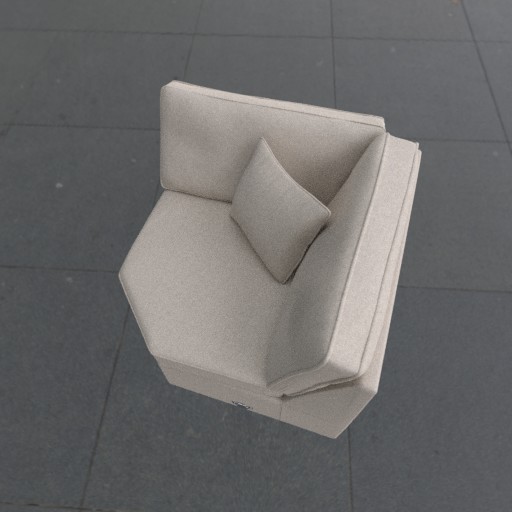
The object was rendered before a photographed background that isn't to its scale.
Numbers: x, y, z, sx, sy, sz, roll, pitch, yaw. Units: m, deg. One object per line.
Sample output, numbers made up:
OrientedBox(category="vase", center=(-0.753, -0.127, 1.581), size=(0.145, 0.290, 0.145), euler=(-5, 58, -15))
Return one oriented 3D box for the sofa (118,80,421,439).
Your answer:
OrientedBox(category="sofa", center=(0.000, 0.000, 1.823), size=(1.050, 0.937, 1.042), euler=(16, 60, 10))
